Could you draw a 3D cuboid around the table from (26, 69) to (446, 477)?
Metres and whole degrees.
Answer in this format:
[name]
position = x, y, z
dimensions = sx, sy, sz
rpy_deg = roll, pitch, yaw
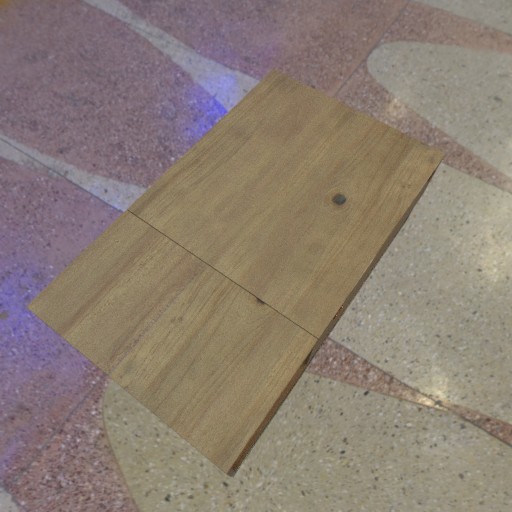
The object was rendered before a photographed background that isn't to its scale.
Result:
[table]
position = 0.000, 0.000, 1.422
dimensions = 0.655, 0.395, 1.101
rpy_deg = 33, 67, 16
